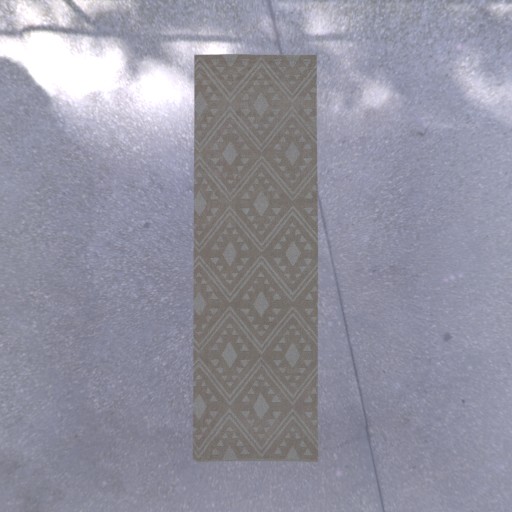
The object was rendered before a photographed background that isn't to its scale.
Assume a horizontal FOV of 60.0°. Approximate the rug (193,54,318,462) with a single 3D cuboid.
[{"bbox_3d":[0.000,0.000,2.668,0.752,0.051,2.452,0,89,0],"label":"rug"}]
